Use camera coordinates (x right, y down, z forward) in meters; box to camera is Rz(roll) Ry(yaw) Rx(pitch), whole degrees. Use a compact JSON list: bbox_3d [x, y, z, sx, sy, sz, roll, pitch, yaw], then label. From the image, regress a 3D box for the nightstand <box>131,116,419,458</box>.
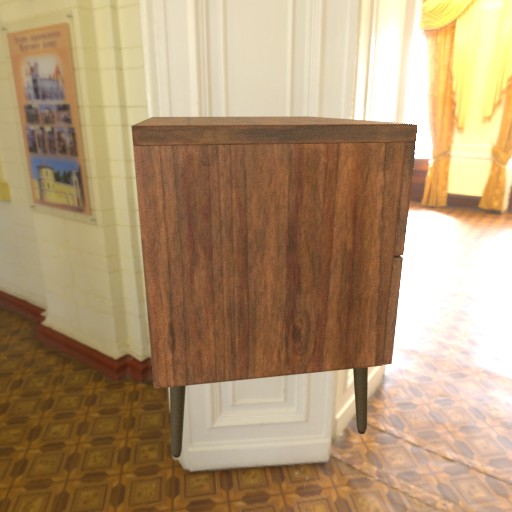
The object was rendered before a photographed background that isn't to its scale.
[{"bbox_3d":[0.000,0.000,1.035,0.458,0.610,0.610,-3,19,-9],"label":"nightstand"}]
